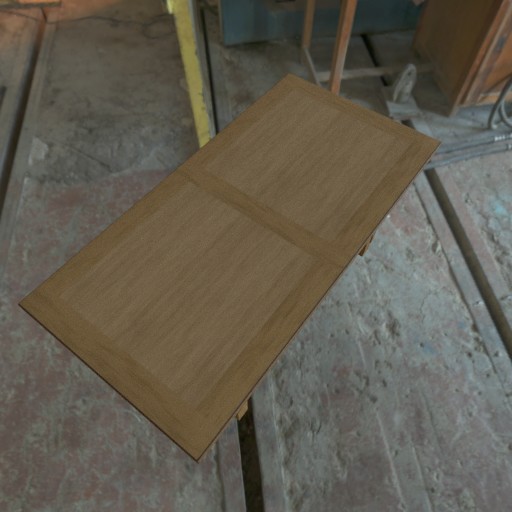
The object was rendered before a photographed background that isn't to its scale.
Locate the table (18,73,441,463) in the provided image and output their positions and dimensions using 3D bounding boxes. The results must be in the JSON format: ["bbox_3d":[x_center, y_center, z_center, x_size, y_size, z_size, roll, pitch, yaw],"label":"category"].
[{"bbox_3d":[0.000,0.000,2.434,1.000,0.762,1.982,33,63,19],"label":"table"}]
